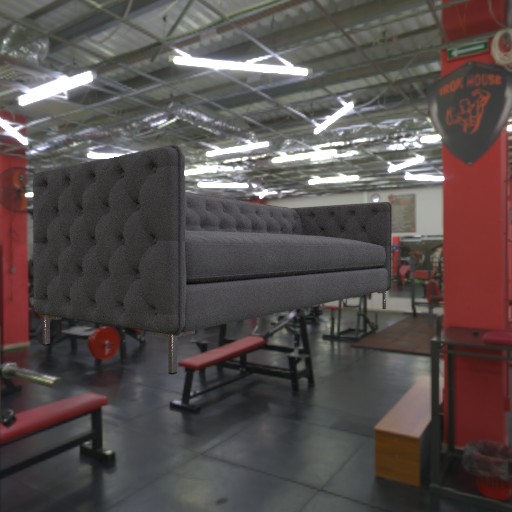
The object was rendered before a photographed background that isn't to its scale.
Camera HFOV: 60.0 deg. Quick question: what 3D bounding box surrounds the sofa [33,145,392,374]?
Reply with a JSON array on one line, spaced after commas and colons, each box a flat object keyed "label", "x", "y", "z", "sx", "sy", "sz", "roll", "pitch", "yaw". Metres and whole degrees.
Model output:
[{"label": "sofa", "x": 0.000, "y": 0.000, "z": 2.571, "sx": 0.895, "sy": 0.771, "sz": 2.209, "roll": 0, "pitch": 1, "yaw": 36}]
